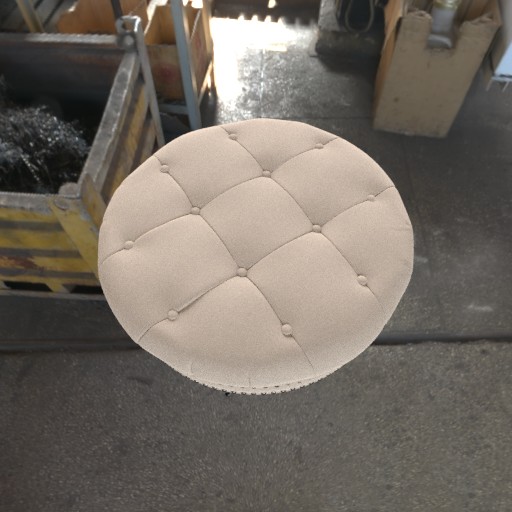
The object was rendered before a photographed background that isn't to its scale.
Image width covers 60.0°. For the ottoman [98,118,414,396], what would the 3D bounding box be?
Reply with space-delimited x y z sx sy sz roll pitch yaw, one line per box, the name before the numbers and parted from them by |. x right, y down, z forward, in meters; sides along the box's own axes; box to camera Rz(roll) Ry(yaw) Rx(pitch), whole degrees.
ottoman | 0.000 0.000 1.402 0.901 0.439 0.901 0 59 0
